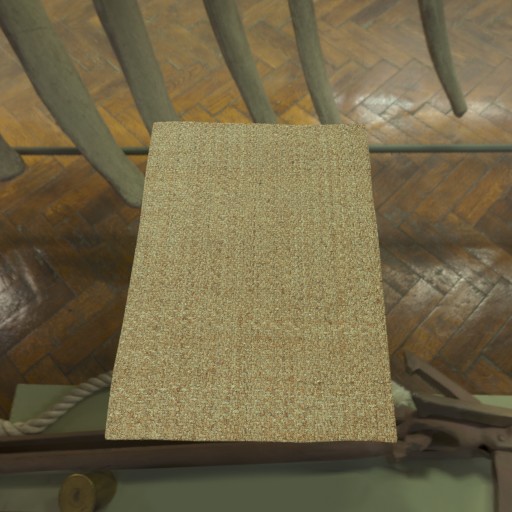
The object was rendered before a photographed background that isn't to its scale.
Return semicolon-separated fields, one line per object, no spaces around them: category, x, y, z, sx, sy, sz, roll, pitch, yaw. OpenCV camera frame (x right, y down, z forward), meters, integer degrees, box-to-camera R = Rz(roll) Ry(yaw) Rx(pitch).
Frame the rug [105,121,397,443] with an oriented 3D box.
rug;0.000;0.000;2.760;1.566;0.013;2.141;1;65;0
